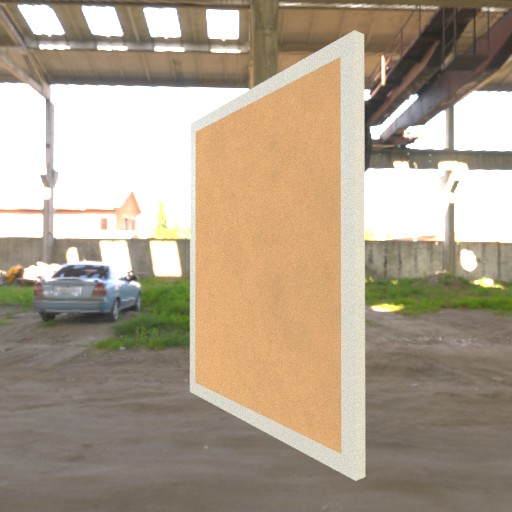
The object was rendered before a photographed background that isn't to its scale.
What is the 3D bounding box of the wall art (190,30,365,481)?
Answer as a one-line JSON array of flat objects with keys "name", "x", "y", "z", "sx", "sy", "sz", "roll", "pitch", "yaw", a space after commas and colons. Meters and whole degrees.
[{"name": "wall art", "x": 0.000, "y": 0.000, "z": 1.077, "sx": 0.026, "sy": 0.811, "sz": 0.661, "roll": 0, "pitch": -1, "yaw": -35}]
